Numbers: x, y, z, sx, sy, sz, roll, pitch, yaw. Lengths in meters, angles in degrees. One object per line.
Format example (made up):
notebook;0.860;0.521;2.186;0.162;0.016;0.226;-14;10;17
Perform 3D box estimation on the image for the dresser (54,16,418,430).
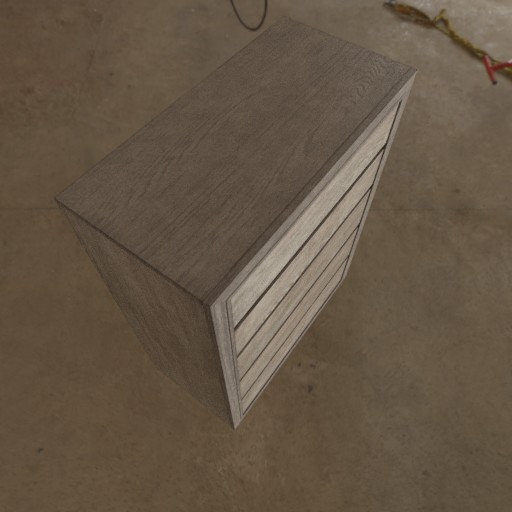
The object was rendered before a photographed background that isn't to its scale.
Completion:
dresser;0.000;0.000;1.731;0.483;1.295;0.967;32;63;18
